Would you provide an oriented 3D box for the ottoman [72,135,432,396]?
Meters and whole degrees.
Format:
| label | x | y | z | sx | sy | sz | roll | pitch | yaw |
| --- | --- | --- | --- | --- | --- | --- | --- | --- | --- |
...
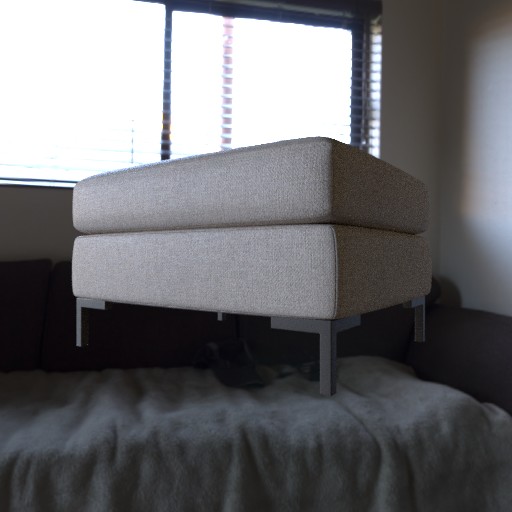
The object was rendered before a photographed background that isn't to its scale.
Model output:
| label | x | y | z | sx | sy | sz | roll | pitch | yaw |
| --- | --- | --- | --- | --- | --- | --- | --- | --- | --- |
| ottoman | 0.000 | 0.000 | 1.250 | 0.820 | 0.490 | 0.671 | 0 | 0 | 35 |
